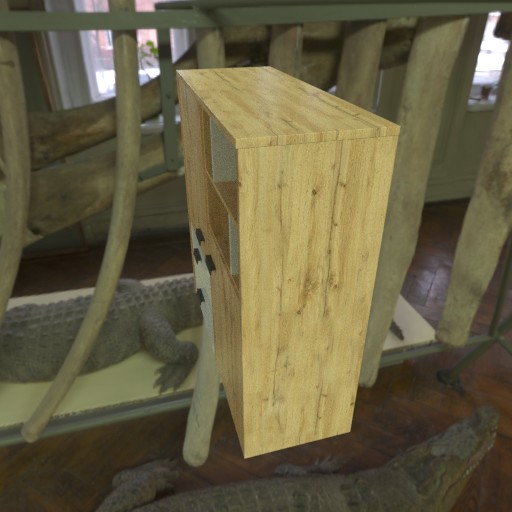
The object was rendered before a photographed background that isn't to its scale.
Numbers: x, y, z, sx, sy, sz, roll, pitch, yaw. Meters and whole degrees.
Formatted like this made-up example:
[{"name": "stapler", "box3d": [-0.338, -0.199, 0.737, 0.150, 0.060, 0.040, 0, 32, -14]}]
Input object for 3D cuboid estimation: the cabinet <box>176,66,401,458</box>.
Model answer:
[{"name": "cabinet", "box3d": [0.000, 0.000, 1.968, 0.473, 1.397, 1.168, -8, 32, -14]}]
